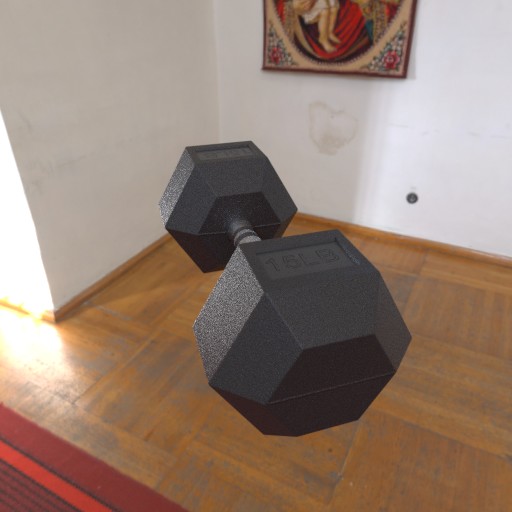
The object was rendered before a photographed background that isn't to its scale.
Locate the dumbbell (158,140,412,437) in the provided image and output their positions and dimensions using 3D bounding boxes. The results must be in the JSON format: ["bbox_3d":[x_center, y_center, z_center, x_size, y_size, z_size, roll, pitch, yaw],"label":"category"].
[{"bbox_3d":[0.000,0.000,0.339,0.122,0.106,0.271,-9,33,-14],"label":"dumbbell"}]
